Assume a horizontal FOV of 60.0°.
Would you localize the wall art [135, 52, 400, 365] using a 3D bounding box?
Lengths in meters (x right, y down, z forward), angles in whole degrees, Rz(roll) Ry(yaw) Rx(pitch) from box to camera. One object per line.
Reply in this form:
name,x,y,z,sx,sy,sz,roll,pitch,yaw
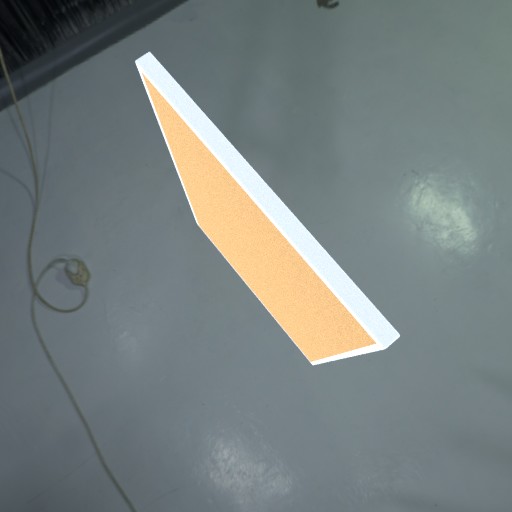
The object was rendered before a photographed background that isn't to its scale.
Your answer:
wall art,0.000,0.000,1.611,0.046,1.221,0.914,-38,78,-10
